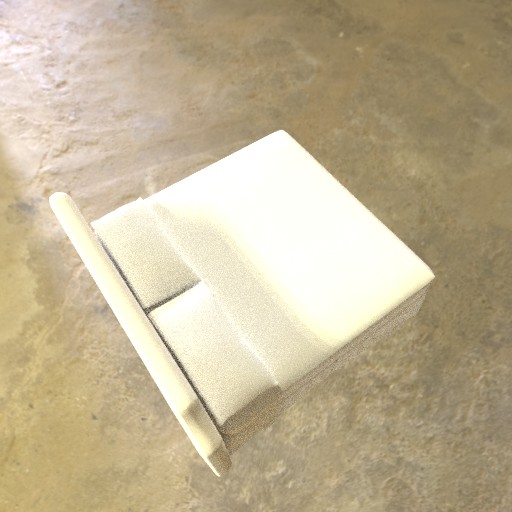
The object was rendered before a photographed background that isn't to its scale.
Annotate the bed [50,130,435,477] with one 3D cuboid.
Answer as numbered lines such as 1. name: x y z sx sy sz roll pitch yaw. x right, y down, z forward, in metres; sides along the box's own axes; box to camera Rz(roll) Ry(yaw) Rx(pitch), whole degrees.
1. bed: 0.000 0.000 3.468 2.204 1.301 2.160 -32 64 -17
